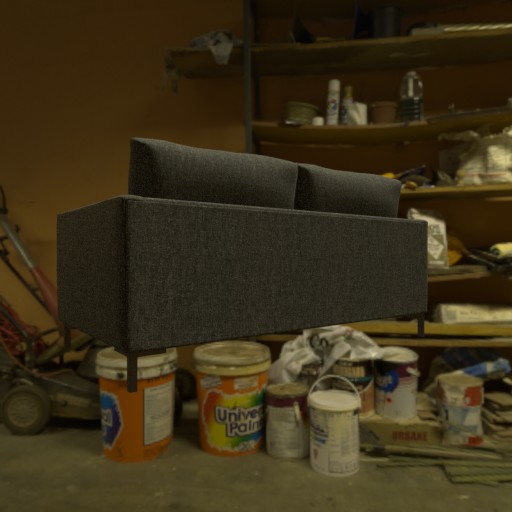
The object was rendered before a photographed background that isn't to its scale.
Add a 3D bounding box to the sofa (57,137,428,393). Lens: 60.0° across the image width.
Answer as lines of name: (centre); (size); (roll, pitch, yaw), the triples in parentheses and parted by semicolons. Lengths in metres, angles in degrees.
sofa: (0.000, 0.000, 2.222); (1.716, 0.862, 0.866); (0, 0, -37)
